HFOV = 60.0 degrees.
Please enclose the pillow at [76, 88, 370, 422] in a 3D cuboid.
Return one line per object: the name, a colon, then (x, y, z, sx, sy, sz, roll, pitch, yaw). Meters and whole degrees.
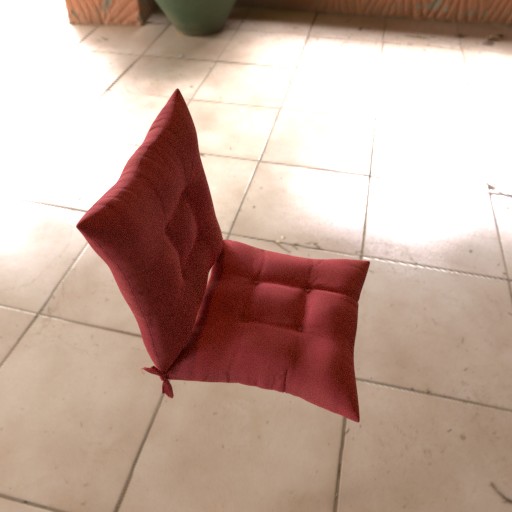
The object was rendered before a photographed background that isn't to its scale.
pillow: (0.000, 0.000, 1.039, 0.585, 0.536, 0.541, 9, 46, 9)
